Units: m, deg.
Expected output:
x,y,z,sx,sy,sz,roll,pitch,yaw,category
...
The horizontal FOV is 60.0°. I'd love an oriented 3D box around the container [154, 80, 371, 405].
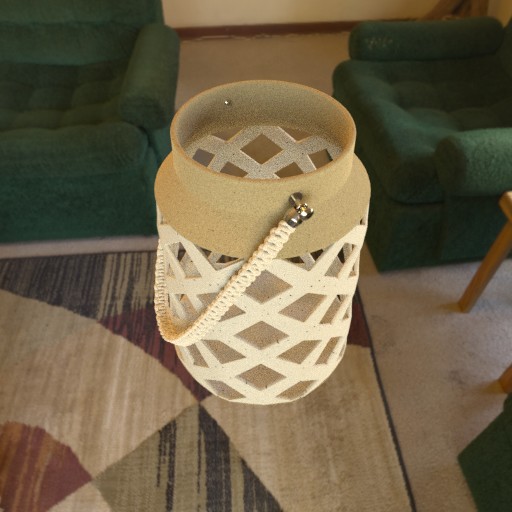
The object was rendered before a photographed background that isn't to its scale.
x,y,z,sx,sy,sz,roll,pitch,yaw,category
0.000,0.000,0.344,0.172,0.229,0.163,-17,50,-15,container
